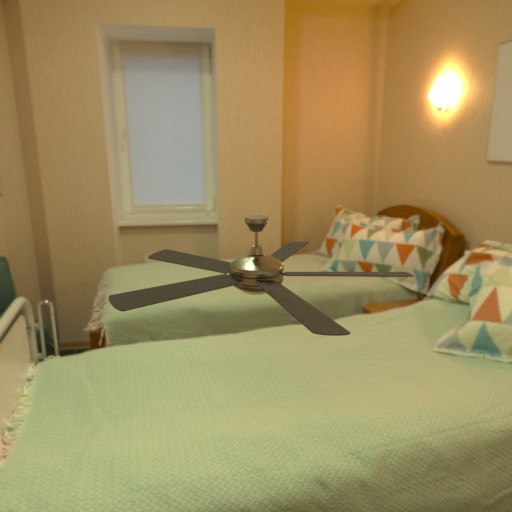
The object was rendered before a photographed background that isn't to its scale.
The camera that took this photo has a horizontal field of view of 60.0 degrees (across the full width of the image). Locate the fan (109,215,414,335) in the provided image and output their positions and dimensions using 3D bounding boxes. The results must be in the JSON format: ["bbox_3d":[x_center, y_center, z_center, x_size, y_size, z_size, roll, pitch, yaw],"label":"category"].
[{"bbox_3d":[0.000,0.000,2.009,1.321,0.356,1.321,-14,20,-43],"label":"fan"}]
